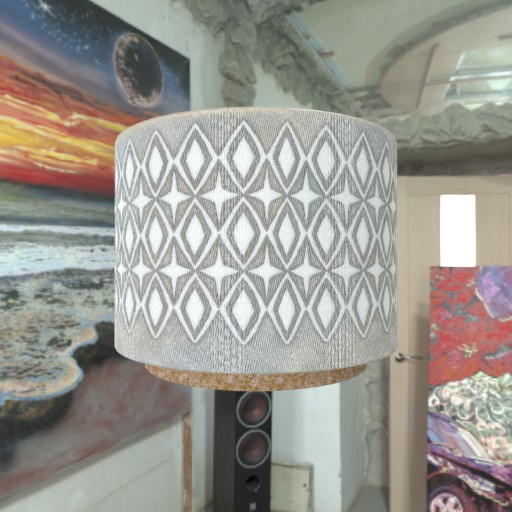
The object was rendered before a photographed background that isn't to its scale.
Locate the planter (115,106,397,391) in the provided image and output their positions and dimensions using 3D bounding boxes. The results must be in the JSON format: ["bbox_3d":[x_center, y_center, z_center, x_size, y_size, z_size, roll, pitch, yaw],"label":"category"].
[{"bbox_3d":[0.000,0.000,0.270,0.164,0.127,0.164,0,0,0],"label":"planter"}]
